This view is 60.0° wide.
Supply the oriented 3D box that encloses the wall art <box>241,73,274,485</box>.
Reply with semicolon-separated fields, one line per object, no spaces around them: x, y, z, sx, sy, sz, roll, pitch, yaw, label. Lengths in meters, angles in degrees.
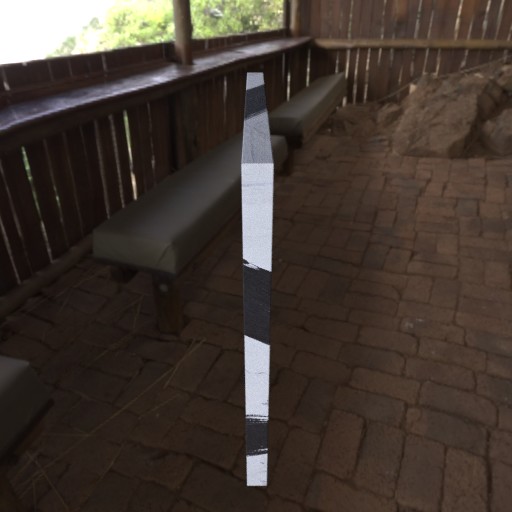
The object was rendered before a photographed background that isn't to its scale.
0.000;0.000;1.142;0.046;0.765;0.765;0;31;0;wall art
